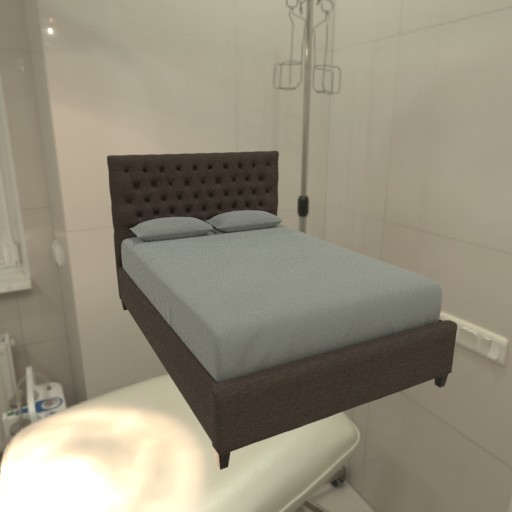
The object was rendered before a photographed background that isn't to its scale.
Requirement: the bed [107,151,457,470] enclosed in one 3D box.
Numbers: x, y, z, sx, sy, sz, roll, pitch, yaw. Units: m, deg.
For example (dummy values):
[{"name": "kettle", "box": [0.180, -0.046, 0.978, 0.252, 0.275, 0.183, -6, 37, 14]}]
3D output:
[{"name": "bed", "box": [0.000, 0.000, 3.381, 1.698, 1.427, 2.387, -8, 18, -26]}]
